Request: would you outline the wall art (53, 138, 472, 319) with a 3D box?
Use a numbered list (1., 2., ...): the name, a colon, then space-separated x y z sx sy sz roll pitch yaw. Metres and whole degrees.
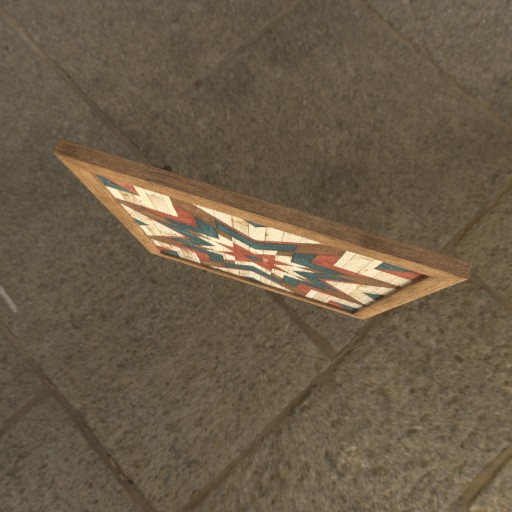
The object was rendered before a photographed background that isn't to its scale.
1. wall art: 0.000 0.000 1.046 0.695 0.691 0.029 17 77 4
